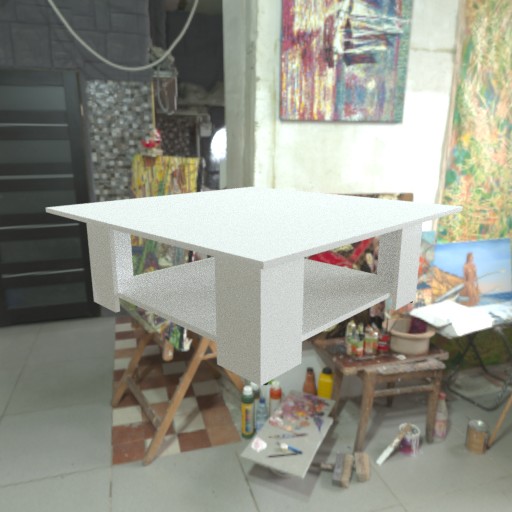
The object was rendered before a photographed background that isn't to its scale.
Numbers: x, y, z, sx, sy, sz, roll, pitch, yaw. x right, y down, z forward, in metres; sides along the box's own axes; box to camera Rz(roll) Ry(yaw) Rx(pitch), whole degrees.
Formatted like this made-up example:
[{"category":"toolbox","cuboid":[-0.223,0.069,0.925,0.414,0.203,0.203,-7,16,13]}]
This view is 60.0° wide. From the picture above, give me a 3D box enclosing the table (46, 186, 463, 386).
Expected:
[{"category":"table","cuboid":[0.000,0.000,1.374,0.890,0.305,0.890,14,20,42]}]
